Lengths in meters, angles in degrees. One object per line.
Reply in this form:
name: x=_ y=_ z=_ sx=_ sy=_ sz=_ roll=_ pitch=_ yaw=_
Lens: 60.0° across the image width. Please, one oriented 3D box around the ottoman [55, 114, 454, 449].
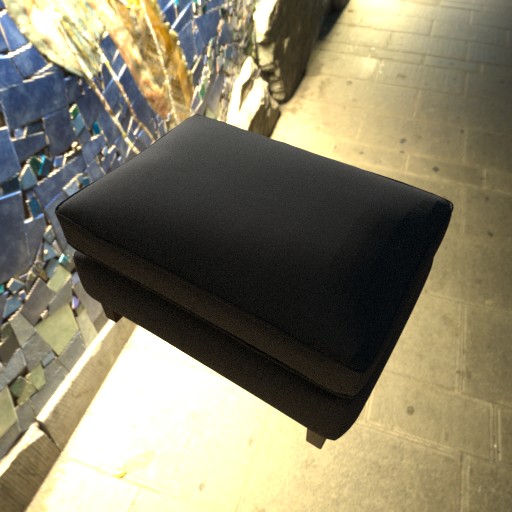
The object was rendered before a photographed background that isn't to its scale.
ottoman: x=0.000 y=0.000 z=0.987 sx=0.686 sy=0.406 sz=0.508 roll=25 pitch=51 yaw=22
